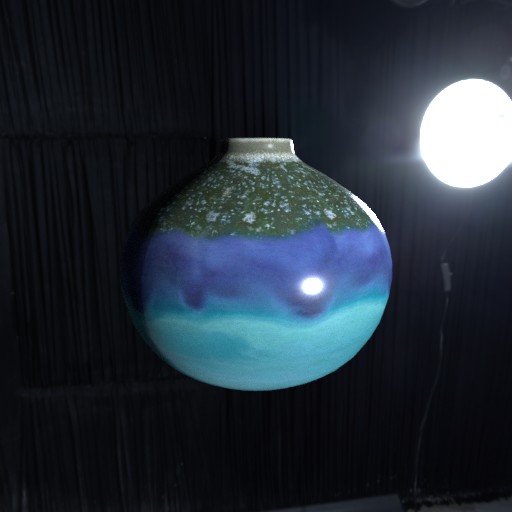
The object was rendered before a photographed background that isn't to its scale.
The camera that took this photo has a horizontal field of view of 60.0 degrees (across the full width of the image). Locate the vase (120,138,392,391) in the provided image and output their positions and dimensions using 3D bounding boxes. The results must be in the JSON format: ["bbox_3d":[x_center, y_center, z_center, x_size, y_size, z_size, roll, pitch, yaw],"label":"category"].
[{"bbox_3d":[0.000,0.000,0.260,0.154,0.133,0.154,0,13,0],"label":"vase"}]
